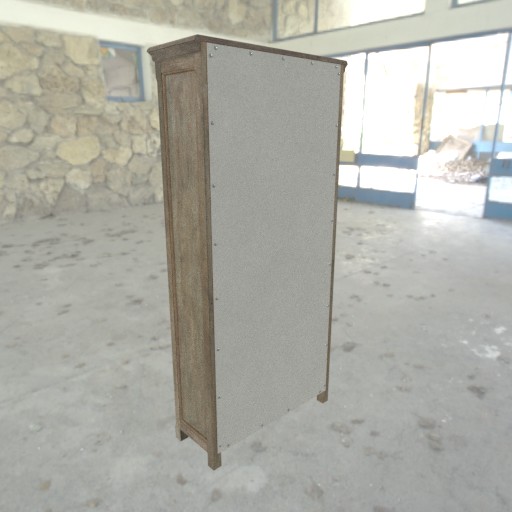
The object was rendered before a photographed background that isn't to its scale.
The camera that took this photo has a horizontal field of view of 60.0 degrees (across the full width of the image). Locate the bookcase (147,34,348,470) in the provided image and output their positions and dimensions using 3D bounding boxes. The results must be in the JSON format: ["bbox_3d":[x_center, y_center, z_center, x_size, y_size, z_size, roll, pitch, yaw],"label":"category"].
[{"bbox_3d":[0.000,0.000,2.244,0.906,1.880,0.348,-14,20,-41],"label":"bookcase"}]
